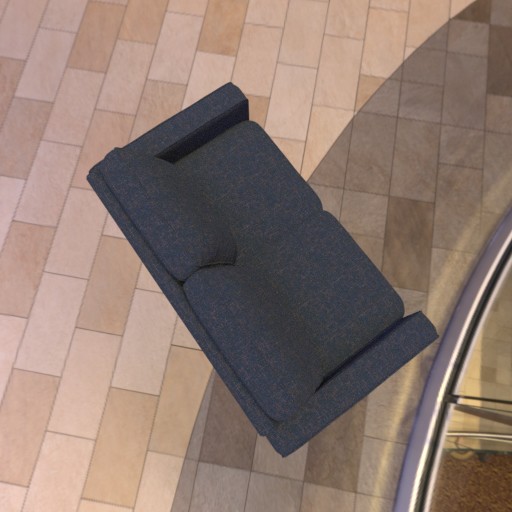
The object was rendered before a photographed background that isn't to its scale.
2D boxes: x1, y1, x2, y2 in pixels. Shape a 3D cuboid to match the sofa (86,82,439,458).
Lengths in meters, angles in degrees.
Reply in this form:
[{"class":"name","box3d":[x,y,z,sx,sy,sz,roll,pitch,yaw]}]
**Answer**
[{"class":"sofa","box3d":[0.000,0.000,2.300,0.947,0.918,1.709,-35,78,-9]}]
